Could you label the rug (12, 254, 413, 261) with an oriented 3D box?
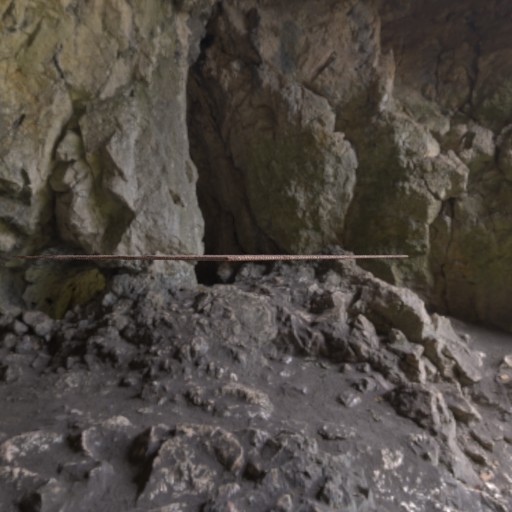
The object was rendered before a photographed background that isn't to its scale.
[{"bbox_3d":[0.000,0.000,1.992,0.905,0.017,1.718,0,0,36],"label":"rug"}]
